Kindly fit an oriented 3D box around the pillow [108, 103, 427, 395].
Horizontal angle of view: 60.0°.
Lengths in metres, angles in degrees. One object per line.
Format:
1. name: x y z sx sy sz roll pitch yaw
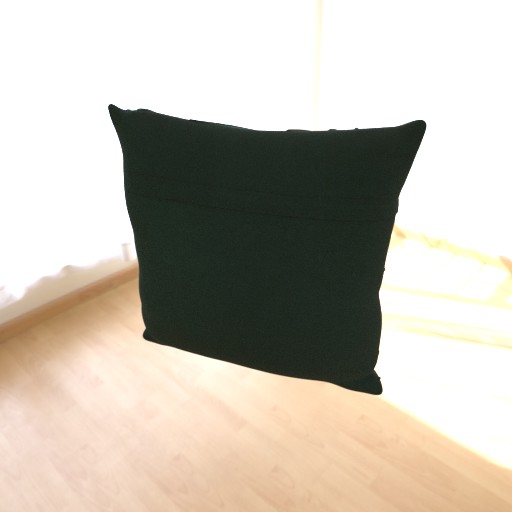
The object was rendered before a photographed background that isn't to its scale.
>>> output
1. pillow: 0.000 0.000 0.679 0.439 0.440 0.184 9 32 15
